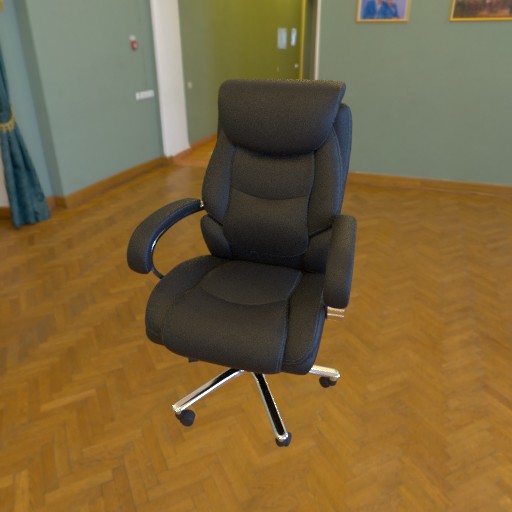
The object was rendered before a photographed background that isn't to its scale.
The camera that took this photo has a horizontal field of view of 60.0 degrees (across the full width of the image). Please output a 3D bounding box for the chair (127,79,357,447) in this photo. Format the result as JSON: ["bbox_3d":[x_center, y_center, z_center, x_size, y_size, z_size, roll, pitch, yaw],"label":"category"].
[{"bbox_3d":[0.000,0.000,1.657,0.755,1.183,0.790,8,27,16],"label":"chair"}]
